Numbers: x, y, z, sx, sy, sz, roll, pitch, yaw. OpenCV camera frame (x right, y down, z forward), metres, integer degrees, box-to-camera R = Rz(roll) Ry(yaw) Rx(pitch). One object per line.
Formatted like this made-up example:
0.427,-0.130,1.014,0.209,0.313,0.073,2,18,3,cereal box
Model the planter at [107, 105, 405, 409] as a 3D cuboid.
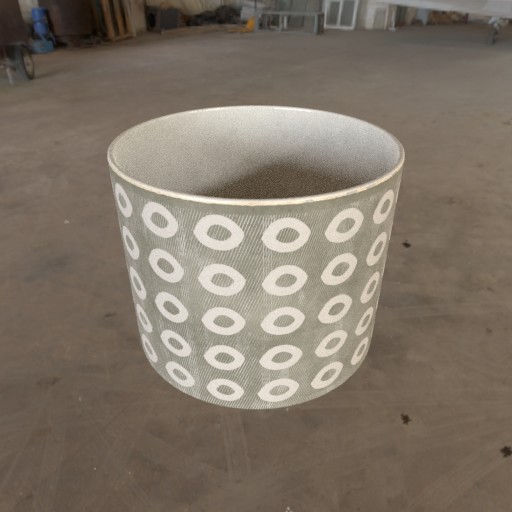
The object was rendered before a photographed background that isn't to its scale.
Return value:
0.000,0.000,0.450,0.250,0.239,0.250,0,32,0,planter
